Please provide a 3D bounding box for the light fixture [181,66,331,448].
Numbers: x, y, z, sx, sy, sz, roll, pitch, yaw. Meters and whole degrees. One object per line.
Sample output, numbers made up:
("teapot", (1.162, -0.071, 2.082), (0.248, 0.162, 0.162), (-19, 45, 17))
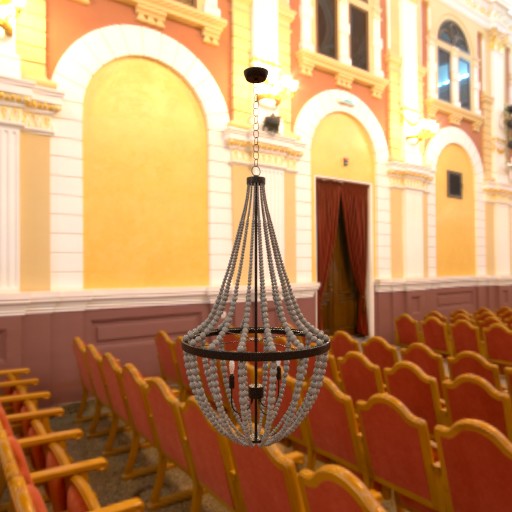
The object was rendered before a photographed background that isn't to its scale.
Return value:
("light fixture", (0.000, 0.000, 1.358), (0.450, 1.133, 0.450), (0, -1, 0))
